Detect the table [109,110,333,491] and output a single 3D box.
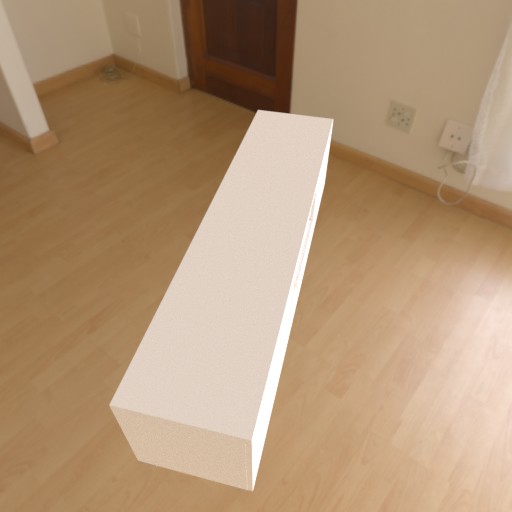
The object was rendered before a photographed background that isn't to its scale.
[{"bbox_3d":[0.000,0.000,1.847,0.390,0.420,1.650,10,47,10],"label":"table"}]
